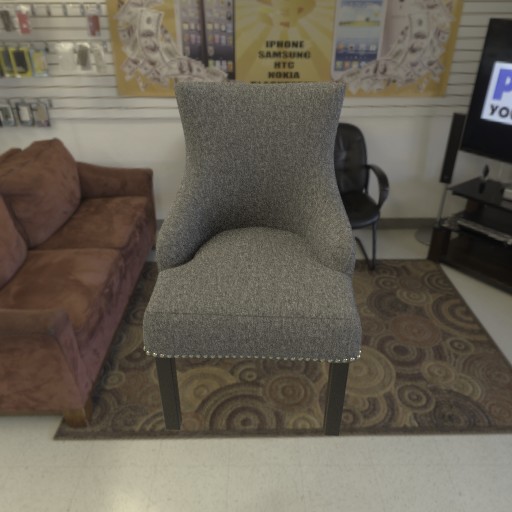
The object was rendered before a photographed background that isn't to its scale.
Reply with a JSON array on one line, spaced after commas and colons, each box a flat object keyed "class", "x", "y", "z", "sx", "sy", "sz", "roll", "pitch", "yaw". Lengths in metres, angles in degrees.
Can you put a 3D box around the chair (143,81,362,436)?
[{"class": "chair", "x": 0.000, "y": 0.000, "z": 1.324, "sx": 0.566, "sy": 0.909, "sz": 0.629, "roll": 1, "pitch": 30, "yaw": 2}]
